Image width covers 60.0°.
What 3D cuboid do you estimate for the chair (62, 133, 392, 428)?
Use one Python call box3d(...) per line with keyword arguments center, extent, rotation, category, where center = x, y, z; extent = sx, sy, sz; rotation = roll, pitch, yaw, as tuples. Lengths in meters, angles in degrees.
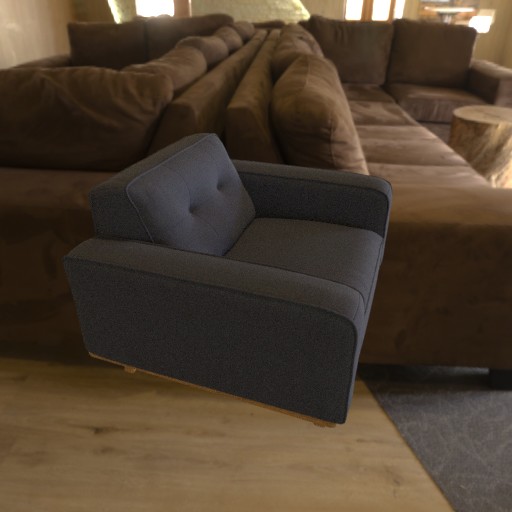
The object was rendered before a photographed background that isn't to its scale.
box3d(center=(0.000, 0.000, 1.789), extent=(0.953, 0.783, 1.118), rotation=(10, 32, 17), category="chair")
